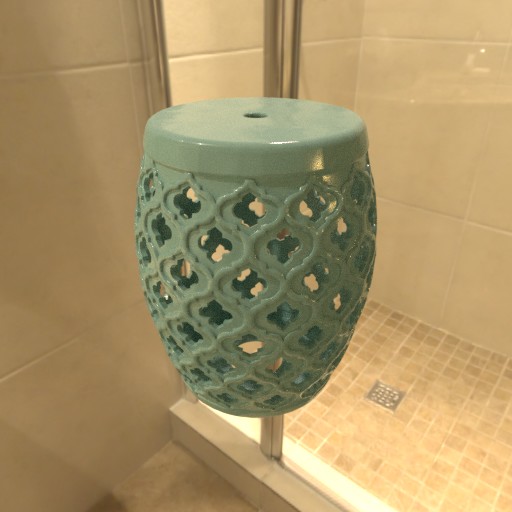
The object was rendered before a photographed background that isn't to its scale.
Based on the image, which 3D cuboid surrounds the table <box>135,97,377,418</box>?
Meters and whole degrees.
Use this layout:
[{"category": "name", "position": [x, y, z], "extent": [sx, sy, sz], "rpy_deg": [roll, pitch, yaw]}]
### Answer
[{"category": "table", "position": [0.000, 0.000, 0.628], "extent": [0.325, 0.388, 0.325], "rpy_deg": [0, 29, 0]}]
